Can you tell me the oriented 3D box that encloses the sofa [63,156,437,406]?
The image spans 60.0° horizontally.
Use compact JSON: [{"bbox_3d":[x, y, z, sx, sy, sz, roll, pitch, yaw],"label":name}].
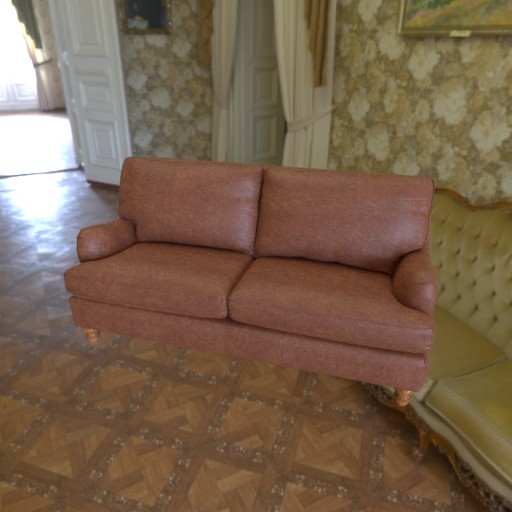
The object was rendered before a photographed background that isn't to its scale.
[{"bbox_3d":[0.000,0.000,2.850,2.144,1.071,1.147,7,26,15],"label":"sofa"}]
